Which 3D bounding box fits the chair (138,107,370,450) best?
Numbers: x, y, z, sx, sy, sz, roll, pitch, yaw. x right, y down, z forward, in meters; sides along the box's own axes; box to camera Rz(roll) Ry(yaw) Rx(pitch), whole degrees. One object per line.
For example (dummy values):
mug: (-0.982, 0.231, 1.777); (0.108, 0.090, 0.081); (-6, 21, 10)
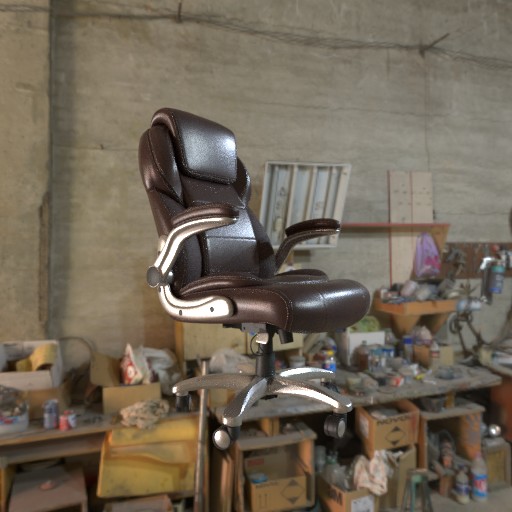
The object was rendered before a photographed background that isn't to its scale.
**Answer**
chair: (0.000, 0.000, 1.659); (0.774, 1.160, 0.733); (0, 0, 37)
